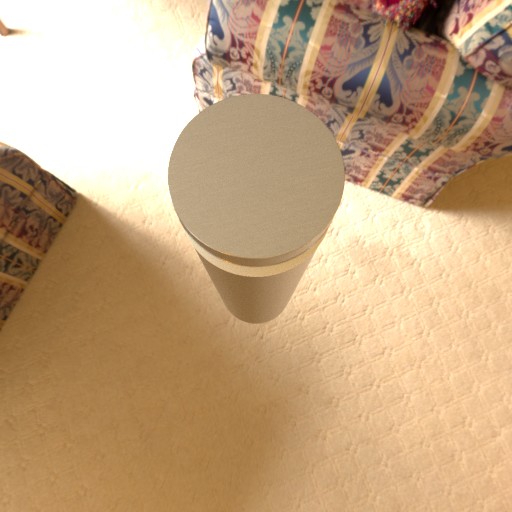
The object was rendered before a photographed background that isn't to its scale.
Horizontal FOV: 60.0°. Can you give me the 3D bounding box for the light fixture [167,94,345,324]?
[{"bbox_3d":[0.000,0.000,0.443,0.102,0.400,0.102,-15,77,-3],"label":"light fixture"}]
